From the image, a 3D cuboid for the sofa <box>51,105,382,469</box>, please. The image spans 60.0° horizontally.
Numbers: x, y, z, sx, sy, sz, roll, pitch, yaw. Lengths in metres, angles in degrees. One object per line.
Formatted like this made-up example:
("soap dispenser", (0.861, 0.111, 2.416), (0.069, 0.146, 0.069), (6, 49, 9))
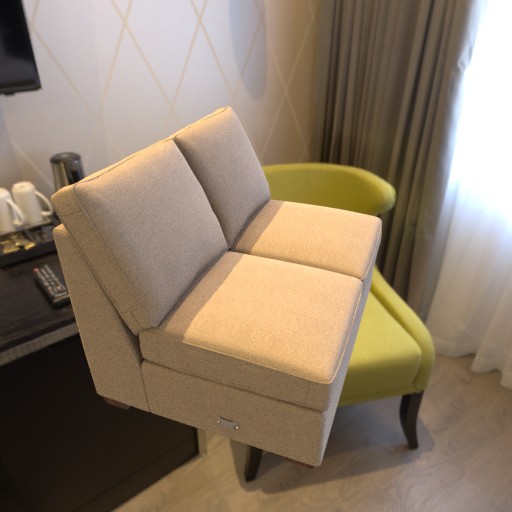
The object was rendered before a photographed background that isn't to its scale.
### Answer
("sofa", (0.000, 0.000, 1.961), (0.978, 1.006, 1.232), (11, 33, 18))
